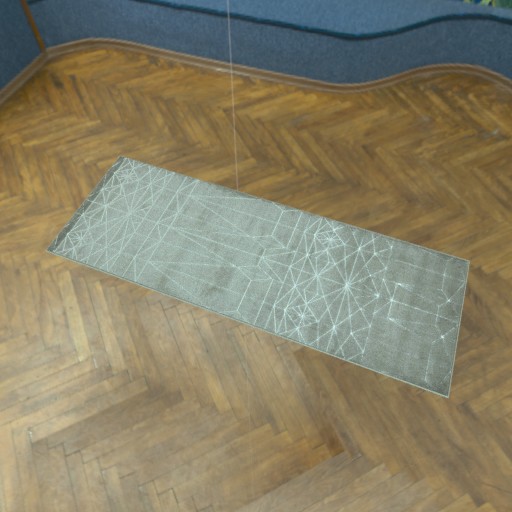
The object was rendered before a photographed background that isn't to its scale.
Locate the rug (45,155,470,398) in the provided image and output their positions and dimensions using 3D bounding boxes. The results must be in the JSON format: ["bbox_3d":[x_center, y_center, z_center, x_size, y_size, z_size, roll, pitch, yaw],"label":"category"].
[{"bbox_3d":[0.000,0.000,2.652,2.388,0.012,0.864,18,59,12],"label":"rug"}]
